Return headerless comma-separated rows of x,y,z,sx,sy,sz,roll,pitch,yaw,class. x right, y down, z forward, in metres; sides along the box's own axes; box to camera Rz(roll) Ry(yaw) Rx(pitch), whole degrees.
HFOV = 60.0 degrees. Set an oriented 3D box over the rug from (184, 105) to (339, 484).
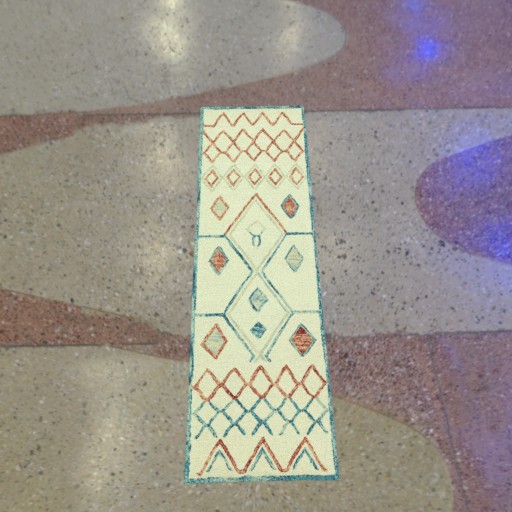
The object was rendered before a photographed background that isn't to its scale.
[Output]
0.000,0.000,2.675,0.750,0.011,2.435,-1,63,-1,rug
